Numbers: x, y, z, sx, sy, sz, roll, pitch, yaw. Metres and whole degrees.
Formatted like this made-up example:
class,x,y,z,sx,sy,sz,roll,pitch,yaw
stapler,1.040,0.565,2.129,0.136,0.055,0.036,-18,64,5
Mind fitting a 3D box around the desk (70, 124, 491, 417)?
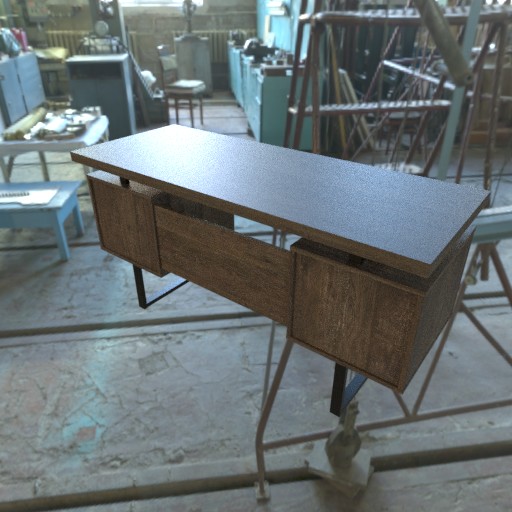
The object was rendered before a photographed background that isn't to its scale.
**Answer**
class,x,y,z,sx,sy,sz,roll,pitch,yaw
desk,0.000,0.000,1.869,1.524,0.760,0.600,21,36,32
